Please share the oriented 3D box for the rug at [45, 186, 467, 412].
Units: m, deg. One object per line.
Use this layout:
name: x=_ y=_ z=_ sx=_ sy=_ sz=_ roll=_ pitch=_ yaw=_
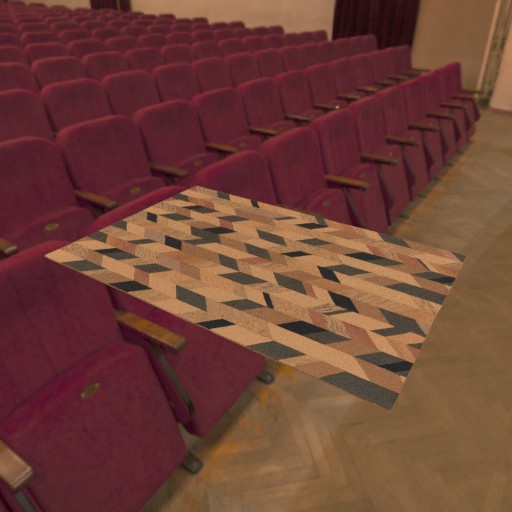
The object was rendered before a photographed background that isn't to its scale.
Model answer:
rug: x=0.000 y=0.000 z=2.269 sx=1.813 sy=0.006 sz=1.202 roll=18 pitch=34 yaw=29
